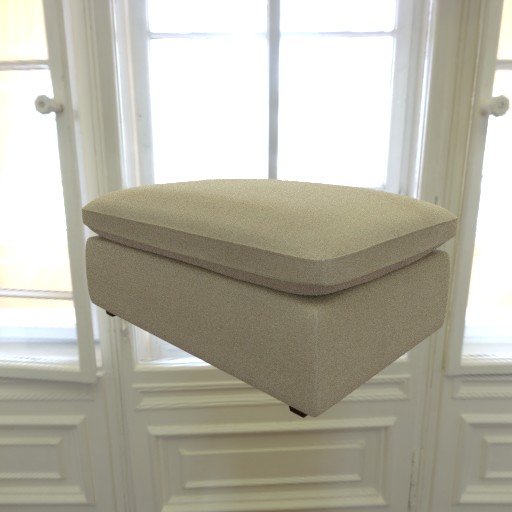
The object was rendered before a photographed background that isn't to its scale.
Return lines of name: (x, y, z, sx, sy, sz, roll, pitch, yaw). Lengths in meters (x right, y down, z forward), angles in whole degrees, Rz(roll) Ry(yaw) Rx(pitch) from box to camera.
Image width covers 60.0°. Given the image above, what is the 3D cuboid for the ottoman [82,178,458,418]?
ottoman: (0.000, 0.000, 1.369, 0.984, 0.453, 0.686, 14, 20, 42)
